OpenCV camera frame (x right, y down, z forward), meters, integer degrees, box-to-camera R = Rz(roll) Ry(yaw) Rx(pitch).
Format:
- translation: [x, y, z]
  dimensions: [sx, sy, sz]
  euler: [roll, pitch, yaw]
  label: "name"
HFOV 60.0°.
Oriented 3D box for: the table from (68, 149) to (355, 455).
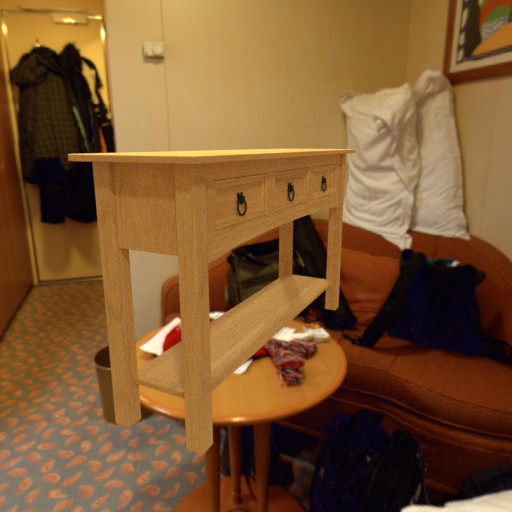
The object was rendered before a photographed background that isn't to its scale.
- translation: [0.000, 0.000, 1.578]
  dimensions: [0.350, 0.730, 1.240]
  euler: [7, 16, 26]
  label: "table"
